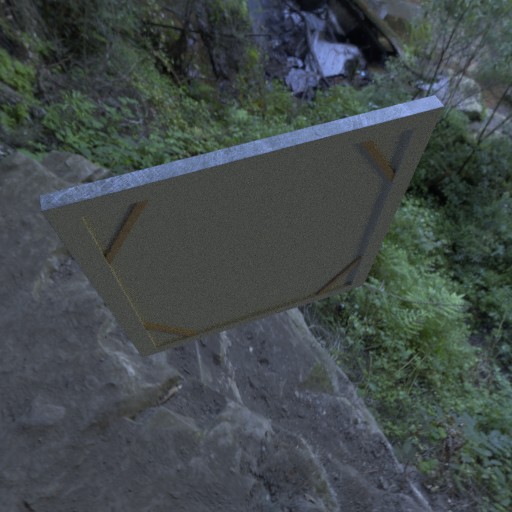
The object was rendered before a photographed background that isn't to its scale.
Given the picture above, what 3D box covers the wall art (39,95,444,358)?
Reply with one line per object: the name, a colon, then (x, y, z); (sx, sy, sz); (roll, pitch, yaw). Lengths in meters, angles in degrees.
wall art: (0.000, 0.000, 1.620); (1.092, 1.091, 0.051); (-17, 61, -10)
